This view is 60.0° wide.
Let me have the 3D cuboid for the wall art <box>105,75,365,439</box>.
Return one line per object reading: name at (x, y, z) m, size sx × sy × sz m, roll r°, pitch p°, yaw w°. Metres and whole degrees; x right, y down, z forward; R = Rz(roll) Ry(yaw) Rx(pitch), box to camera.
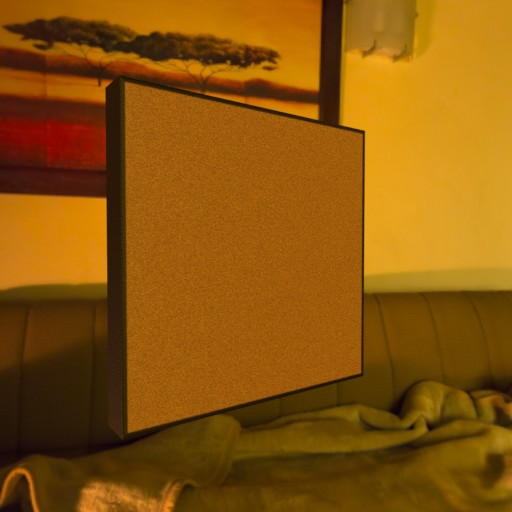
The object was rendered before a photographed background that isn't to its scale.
wall art at (0.000, 0.000, 0.472) m, size 0.304 × 0.303 × 0.037 m, roll -1°, pitch 2°, yaw -36°
